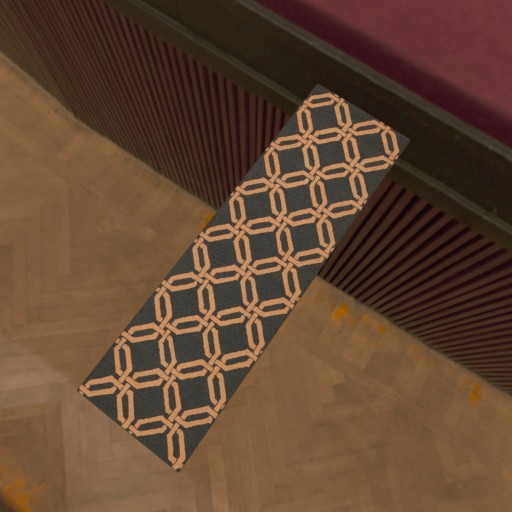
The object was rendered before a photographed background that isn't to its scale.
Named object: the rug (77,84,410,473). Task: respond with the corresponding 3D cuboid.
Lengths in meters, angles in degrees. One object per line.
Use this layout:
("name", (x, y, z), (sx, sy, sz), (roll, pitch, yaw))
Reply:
("rug", (0.000, 0.000, 2.501), (0.678, 0.014, 2.276), (35, 78, 9))
